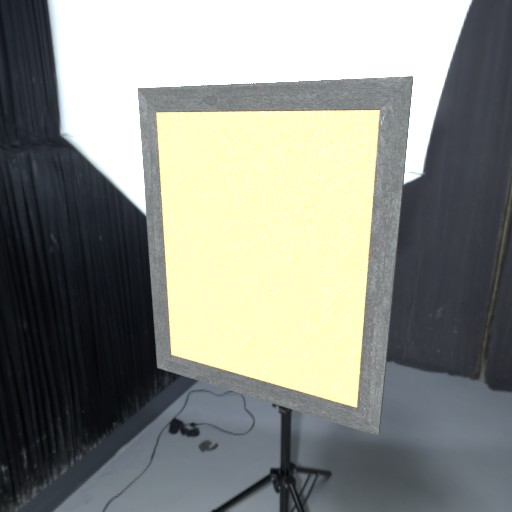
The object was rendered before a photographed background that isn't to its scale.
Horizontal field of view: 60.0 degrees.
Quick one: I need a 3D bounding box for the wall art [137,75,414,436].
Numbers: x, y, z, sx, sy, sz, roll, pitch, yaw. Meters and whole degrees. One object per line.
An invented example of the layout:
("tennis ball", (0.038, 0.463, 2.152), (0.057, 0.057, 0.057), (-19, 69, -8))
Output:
("wall art", (0.000, 0.000, 0.781), (0.476, 0.570, 0.013), (9, 19, 26))
